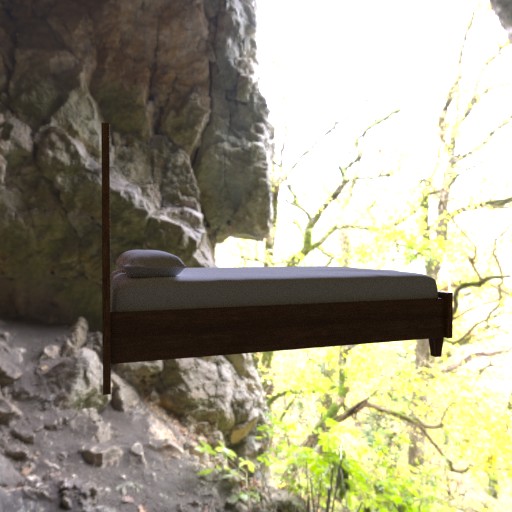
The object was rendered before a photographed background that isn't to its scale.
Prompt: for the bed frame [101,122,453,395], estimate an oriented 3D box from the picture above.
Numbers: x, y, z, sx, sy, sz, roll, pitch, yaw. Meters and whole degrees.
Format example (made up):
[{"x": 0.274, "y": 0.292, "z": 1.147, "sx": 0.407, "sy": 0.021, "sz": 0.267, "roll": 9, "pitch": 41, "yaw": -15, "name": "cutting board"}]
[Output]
[{"x": 0.000, "y": 0.000, "z": 3.471, "sx": 2.276, "sy": 1.417, "sz": 1.696, "roll": 0, "pitch": 1, "yaw": -19, "name": "bed frame"}]
